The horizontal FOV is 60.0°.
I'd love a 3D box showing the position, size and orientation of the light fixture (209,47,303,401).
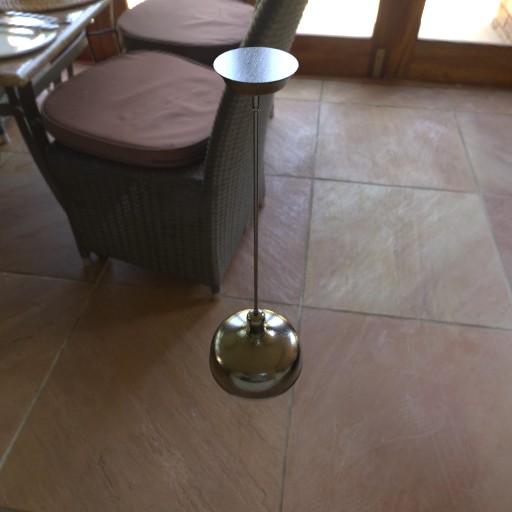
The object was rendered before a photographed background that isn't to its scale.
[{"bbox_3d":[0.000,0.000,1.084,0.299,0.935,0.299,8,47,8],"label":"light fixture"}]
